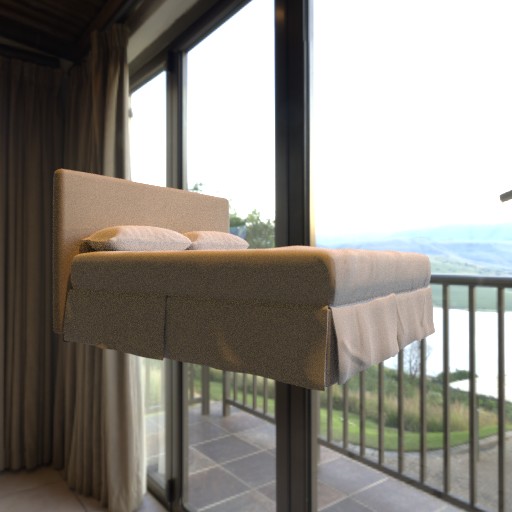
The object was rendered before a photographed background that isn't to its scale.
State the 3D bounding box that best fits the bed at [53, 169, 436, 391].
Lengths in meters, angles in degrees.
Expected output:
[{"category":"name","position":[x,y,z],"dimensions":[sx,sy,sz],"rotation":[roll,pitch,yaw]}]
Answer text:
[{"category":"bed","position":[0.000,0.000,3.531],"dimensions":[2.319,1.317,2.119],"rotation":[0,0,35]}]
